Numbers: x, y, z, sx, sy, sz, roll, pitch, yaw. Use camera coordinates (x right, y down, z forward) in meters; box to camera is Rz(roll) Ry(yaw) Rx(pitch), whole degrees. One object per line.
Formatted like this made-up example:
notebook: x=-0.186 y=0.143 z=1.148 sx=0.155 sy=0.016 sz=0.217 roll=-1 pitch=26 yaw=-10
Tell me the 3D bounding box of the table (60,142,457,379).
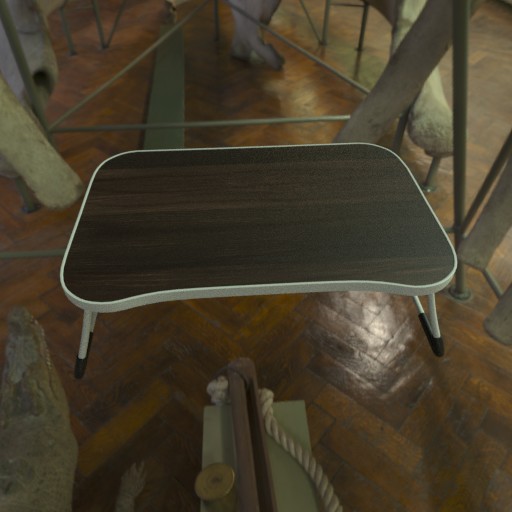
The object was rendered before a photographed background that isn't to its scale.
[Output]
table: x=0.000 y=0.000 z=0.835 sx=0.660 sy=0.232 sz=0.400 roll=-3 pitch=44 yaw=-3
